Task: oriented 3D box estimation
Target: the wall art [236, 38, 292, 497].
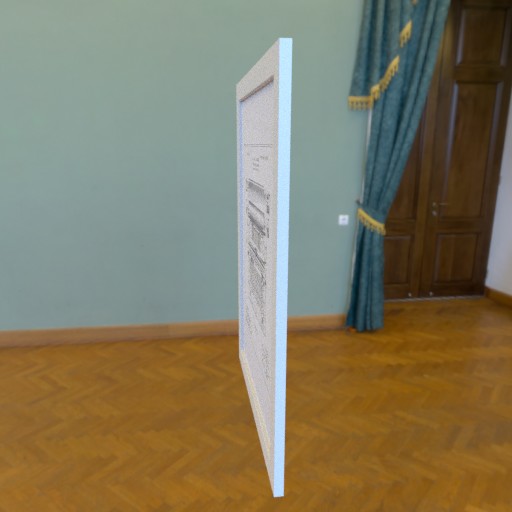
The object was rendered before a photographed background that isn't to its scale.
[{"bbox_3d":[0.000,0.000,0.677,0.013,0.533,0.381,-2,15,-8],"label":"wall art"}]
